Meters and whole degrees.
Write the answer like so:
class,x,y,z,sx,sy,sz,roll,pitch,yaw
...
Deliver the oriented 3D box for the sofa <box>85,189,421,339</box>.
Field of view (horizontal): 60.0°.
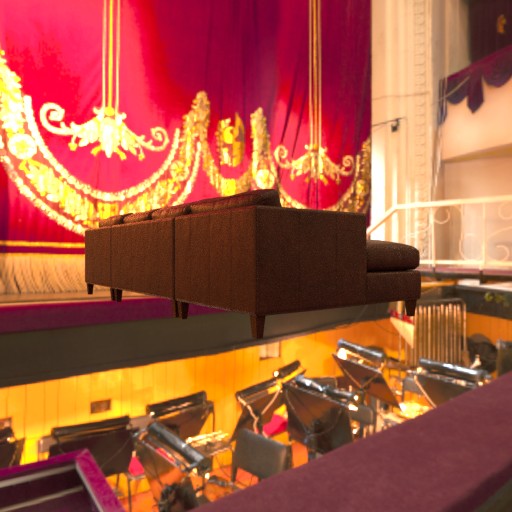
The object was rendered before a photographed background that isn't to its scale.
class,x,y,z,sx,sy,sz,roll,pitch,yaw
sofa,0.000,0.000,4.482,2.452,0.891,3.324,0,1,-37
